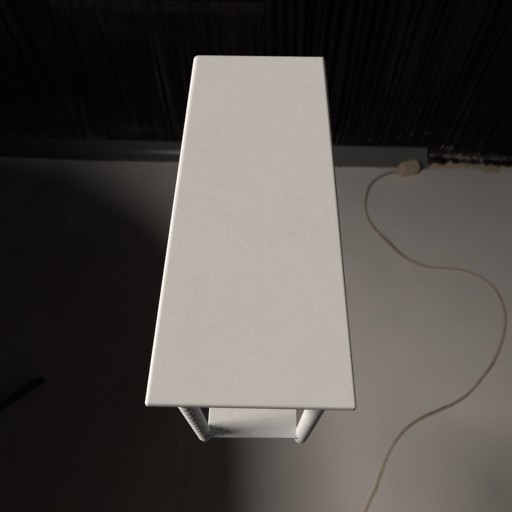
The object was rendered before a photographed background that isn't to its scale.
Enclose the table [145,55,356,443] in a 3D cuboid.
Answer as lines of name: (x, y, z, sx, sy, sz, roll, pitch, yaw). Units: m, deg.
table: (0.000, 0.000, 1.552, 0.459, 0.740, 1.184, 1, 59, 1)
